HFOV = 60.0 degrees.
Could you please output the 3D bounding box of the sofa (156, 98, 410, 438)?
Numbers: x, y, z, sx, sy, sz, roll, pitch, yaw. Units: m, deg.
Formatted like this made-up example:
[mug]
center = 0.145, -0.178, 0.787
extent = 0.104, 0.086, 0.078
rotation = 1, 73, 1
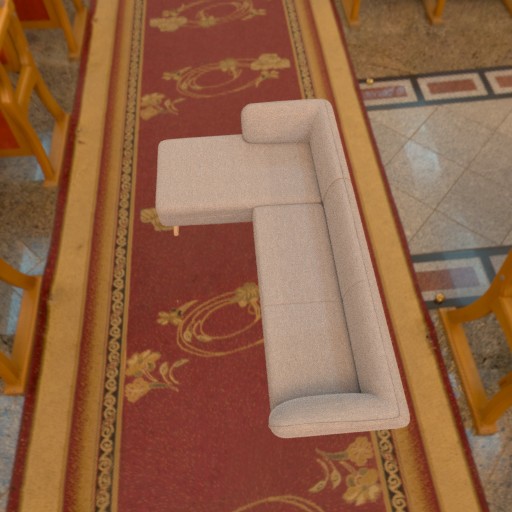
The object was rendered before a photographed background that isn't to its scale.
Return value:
[sofa]
center = 0.000, 0.000, 3.330
extent = 1.532, 0.693, 2.653
rotation = -4, 59, -2
